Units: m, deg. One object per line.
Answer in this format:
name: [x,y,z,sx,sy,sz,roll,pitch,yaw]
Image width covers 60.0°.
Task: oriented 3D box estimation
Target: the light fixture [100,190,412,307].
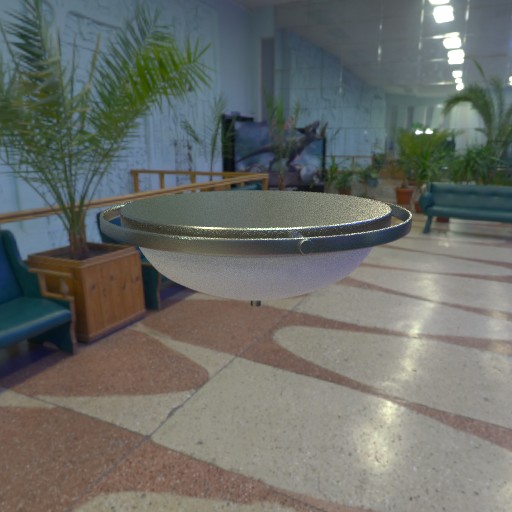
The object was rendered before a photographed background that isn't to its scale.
light fixture: [0.000,0.000,0.555,0.361,0.130,0.361,0,14,0]
